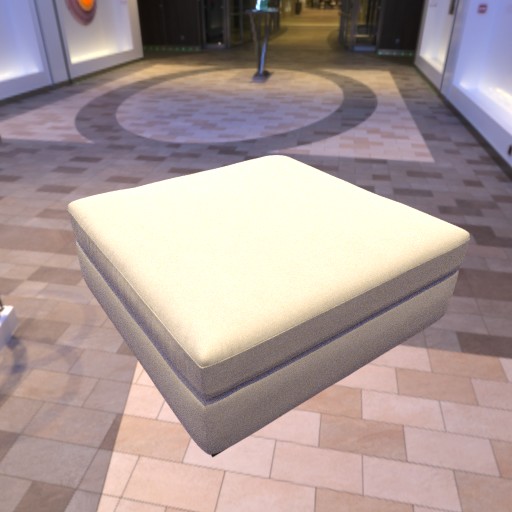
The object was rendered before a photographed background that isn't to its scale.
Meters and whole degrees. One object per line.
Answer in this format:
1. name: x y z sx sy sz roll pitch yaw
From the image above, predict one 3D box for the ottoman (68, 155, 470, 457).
1. ottoman: 0.000 0.000 1.812 1.167 0.482 1.163 -20 36 -30
